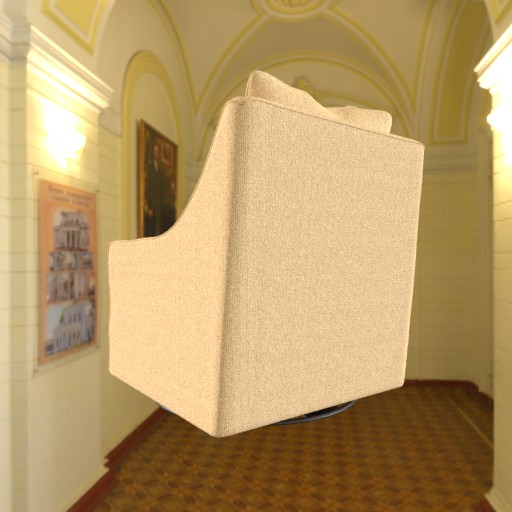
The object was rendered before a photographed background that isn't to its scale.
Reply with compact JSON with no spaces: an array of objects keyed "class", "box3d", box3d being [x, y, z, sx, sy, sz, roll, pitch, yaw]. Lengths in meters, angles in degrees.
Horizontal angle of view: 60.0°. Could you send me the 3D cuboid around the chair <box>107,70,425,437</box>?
[{"class":"chair","box3d":[0.000,0.000,1.549,0.760,0.927,0.876,0,0,-37]}]
